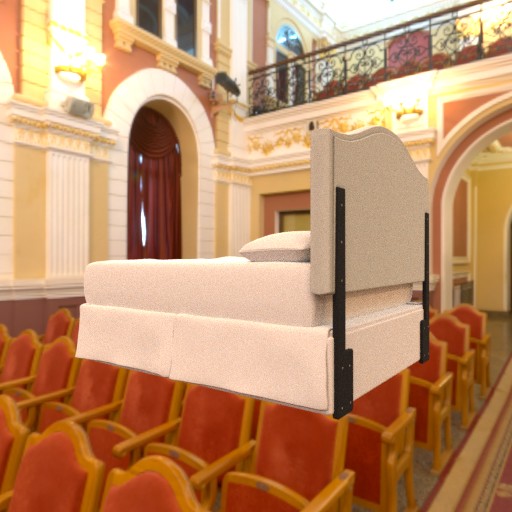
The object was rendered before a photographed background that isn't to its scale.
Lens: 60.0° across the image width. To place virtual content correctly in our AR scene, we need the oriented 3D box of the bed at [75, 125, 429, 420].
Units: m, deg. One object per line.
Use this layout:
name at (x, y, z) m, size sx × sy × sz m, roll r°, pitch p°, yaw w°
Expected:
bed at (0.000, 0.000, 3.452) m, size 2.180 × 1.607 × 1.813 m, roll 0°, pitch 0°, yaw 36°
